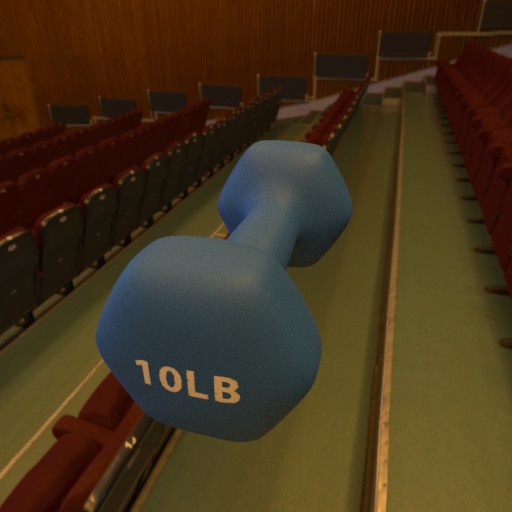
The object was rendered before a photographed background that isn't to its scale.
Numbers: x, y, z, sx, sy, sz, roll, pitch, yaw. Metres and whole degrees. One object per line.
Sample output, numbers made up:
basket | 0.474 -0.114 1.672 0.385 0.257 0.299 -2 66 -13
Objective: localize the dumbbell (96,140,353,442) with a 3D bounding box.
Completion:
dumbbell | 0.000 0.000 0.267 0.103 0.093 0.212 8 30 14
